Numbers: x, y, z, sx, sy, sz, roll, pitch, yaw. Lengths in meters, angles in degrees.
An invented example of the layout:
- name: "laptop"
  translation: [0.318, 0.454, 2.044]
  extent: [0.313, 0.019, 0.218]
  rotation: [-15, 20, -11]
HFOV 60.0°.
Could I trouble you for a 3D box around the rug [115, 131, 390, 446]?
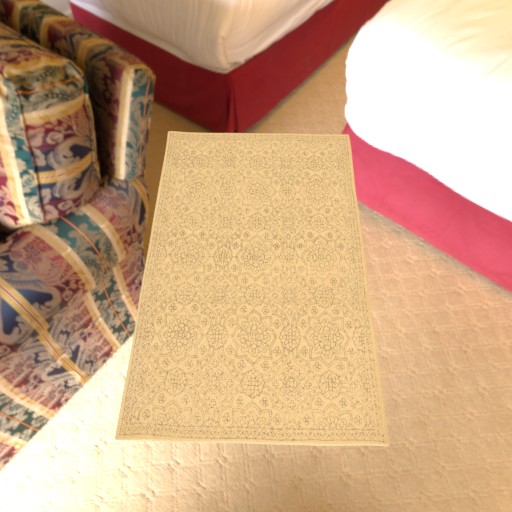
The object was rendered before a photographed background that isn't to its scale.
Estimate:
- name: "rug"
  translation: [0.000, 0.000, 3.076]
  extent: [1.518, 0.023, 2.434]
  rotation: [1, 58, 1]
